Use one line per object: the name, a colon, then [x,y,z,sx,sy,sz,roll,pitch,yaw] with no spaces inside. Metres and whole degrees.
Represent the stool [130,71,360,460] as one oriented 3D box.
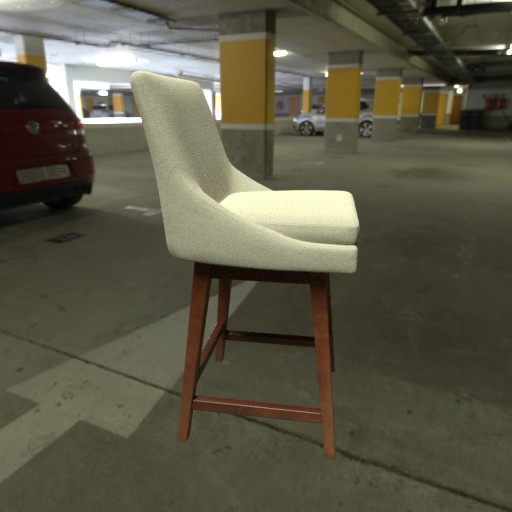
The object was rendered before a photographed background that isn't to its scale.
stool: [0.000,0.000,1.305,0.559,0.991,0.469,3,18,9]
